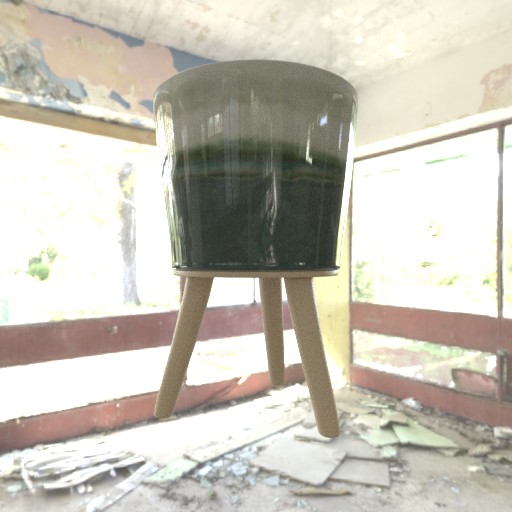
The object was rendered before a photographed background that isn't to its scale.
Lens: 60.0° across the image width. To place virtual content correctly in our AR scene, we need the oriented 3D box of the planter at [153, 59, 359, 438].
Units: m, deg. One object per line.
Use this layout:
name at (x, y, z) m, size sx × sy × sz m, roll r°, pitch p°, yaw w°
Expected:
planter at (0.000, 0.000, 0.478) m, size 0.217 × 0.331 × 0.217 m, roll 0°, pitch 0°, yaw -1°
